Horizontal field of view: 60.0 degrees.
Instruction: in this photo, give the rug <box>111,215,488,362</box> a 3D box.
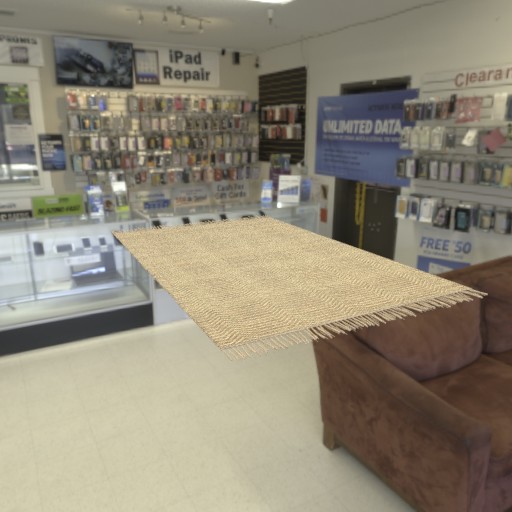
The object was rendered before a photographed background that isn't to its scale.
[{"bbox_3d":[0.000,0.000,3.111,1.528,0.034,2.523,-8,18,-26],"label":"rug"}]
